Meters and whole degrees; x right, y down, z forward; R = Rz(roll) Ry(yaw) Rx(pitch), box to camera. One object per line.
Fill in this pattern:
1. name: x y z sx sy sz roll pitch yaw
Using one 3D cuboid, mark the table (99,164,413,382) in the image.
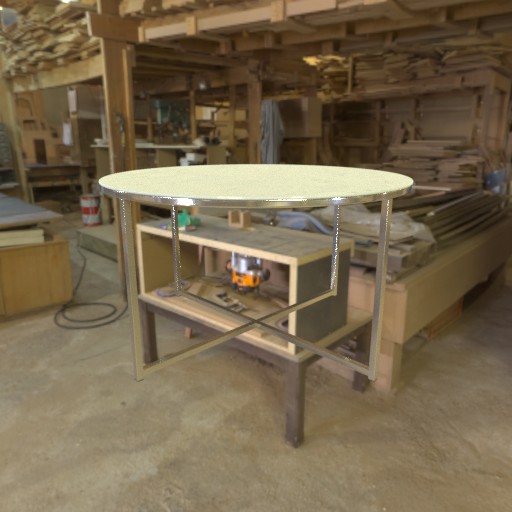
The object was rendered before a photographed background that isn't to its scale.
1. table: 0.000 0.000 1.252 0.800 0.450 0.800 0 16 0
